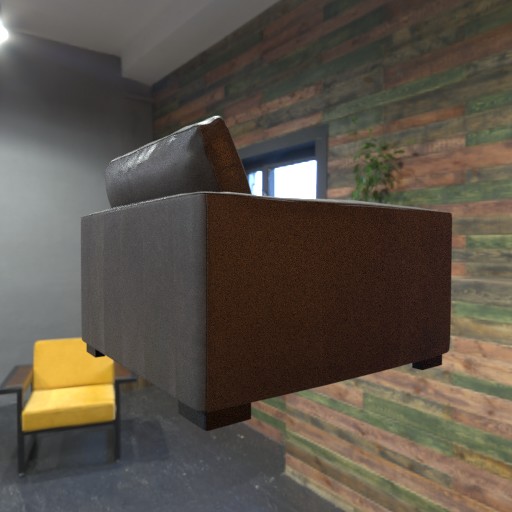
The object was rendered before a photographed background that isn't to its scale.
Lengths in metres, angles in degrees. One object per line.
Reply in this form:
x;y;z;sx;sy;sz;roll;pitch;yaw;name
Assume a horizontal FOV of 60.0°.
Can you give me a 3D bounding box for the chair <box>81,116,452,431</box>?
0.000;0.000;1.756;1.080;0.807;1.106;-1;1;-36;chair
